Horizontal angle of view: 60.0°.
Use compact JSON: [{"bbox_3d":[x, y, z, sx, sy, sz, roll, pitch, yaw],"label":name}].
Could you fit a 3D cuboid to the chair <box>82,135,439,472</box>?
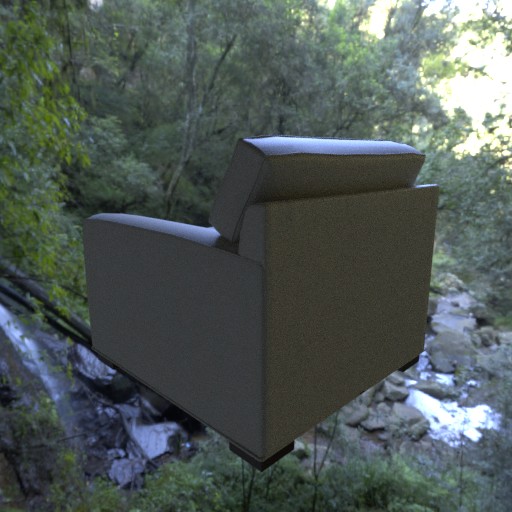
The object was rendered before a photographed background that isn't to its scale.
[{"bbox_3d":[0.000,0.000,1.803,0.998,0.913,1.043,-13,18,-43],"label":"chair"}]
